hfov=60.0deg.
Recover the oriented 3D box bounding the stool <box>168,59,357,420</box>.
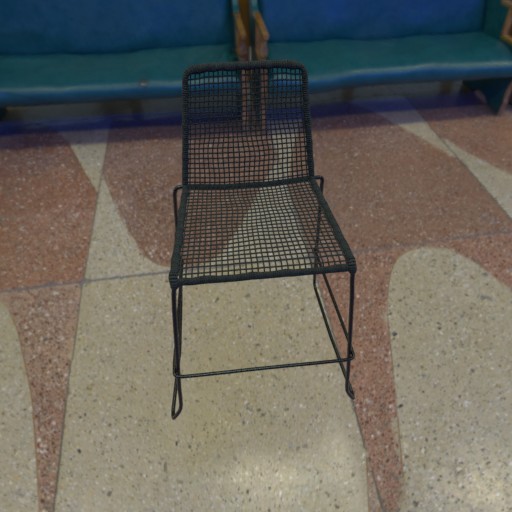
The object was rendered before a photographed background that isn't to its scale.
[{"bbox_3d":[0.000,0.000,1.256,0.590,0.905,0.509,-5,46,-5],"label":"stool"}]
